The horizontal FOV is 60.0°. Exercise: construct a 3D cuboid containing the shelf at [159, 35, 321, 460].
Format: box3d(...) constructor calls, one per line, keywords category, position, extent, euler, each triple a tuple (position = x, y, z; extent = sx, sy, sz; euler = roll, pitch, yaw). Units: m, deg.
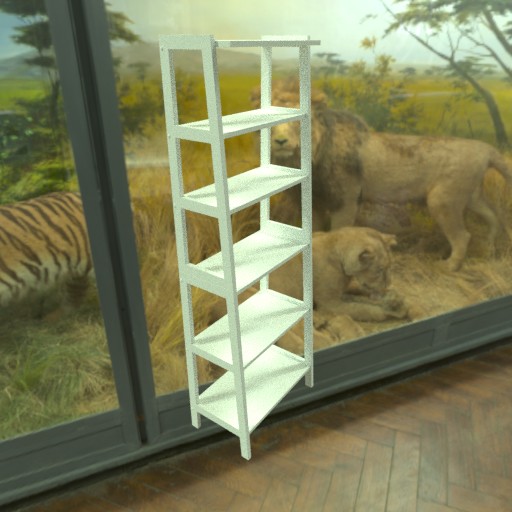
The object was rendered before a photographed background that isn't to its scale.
box3d(category="shelf", position=(0.000, 0.000, 2.123), extent=(0.381, 1.892, 0.660), euler=(18, 31, 32))
